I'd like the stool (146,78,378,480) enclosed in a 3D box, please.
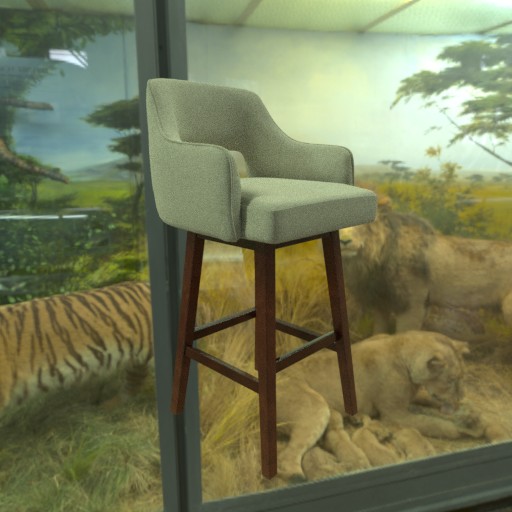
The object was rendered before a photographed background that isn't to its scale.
[{"bbox_3d":[0.000,0.000,1.346,0.560,1.041,0.550,13,19,43],"label":"stool"}]
